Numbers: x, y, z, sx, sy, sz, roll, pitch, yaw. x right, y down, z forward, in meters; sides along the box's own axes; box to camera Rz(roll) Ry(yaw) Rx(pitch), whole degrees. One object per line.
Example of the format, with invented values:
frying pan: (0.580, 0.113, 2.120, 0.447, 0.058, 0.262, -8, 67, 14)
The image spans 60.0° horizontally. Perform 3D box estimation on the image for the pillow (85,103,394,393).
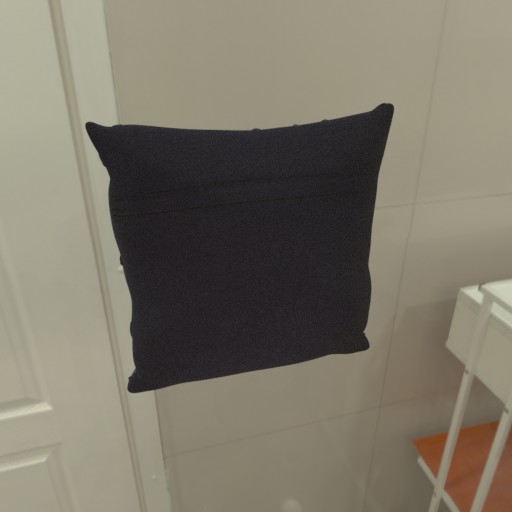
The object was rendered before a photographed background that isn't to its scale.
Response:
pillow: (0.000, 0.000, 0.691, 0.439, 0.440, 0.183, -7, 27, -15)
